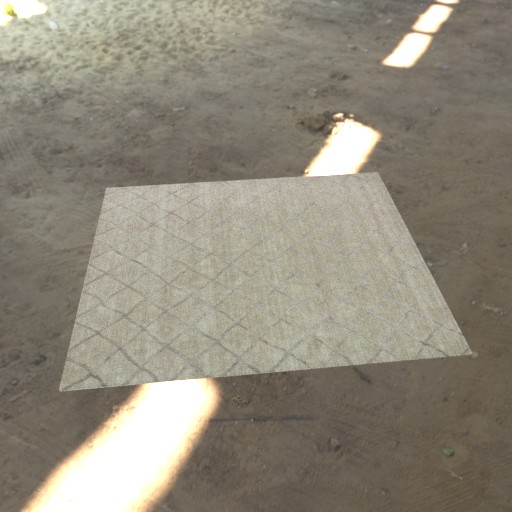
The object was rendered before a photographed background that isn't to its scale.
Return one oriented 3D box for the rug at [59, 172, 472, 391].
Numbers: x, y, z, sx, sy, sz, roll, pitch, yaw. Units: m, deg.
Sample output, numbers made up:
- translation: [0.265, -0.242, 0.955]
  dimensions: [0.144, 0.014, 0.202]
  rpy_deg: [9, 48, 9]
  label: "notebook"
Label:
- translation: [0.000, 0.000, 4.092]
  dimensions: [3.038, 0.019, 2.420]
  rpy_deg: [-4, 45, -4]
  label: "rug"
